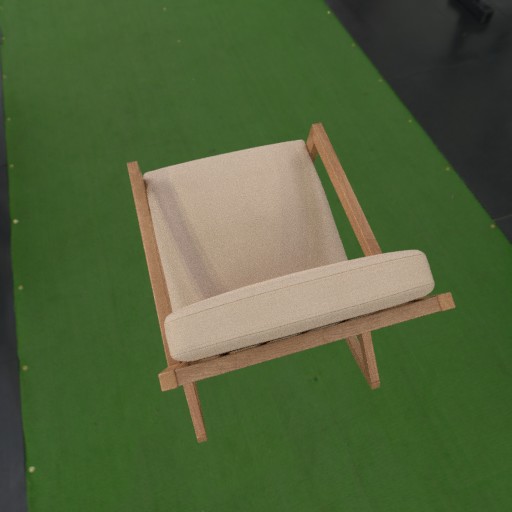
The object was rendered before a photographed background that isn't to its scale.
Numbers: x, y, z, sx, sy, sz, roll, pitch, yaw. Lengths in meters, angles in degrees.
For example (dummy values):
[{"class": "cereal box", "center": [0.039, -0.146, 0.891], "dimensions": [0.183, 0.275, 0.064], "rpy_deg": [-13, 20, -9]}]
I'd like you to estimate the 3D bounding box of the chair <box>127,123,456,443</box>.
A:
[{"class": "chair", "center": [0.000, 0.000, 1.369], "dimensions": [0.622, 0.790, 0.857], "rpy_deg": [-14, 59, -9]}]
